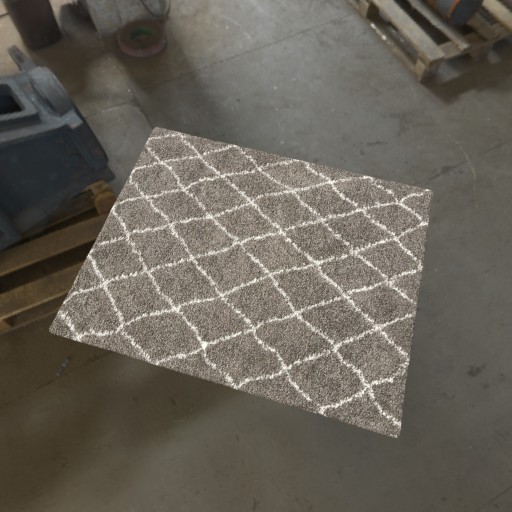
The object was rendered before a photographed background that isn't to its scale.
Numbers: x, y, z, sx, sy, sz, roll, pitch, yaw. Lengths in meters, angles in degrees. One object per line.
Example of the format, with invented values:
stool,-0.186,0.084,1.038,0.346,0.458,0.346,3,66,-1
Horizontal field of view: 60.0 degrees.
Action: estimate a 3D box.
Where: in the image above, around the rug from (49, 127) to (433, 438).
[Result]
rug,0.000,0.000,4.178,3.047,0.029,2.438,15,64,7
